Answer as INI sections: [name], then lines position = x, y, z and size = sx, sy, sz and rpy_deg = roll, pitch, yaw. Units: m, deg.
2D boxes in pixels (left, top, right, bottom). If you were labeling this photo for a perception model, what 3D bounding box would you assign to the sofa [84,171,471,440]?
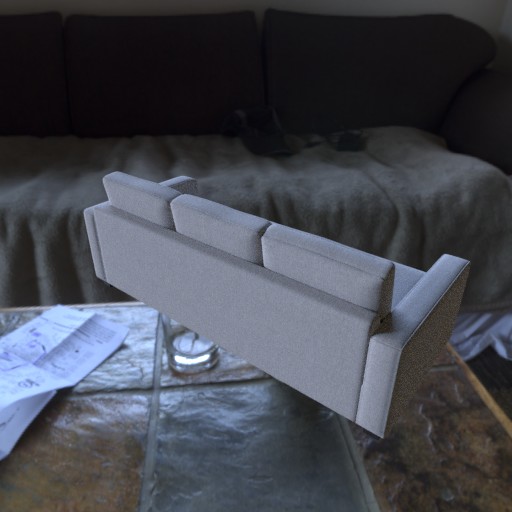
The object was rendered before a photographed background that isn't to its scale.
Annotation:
[sofa]
position = 0.000, 0.000, 2.596
size = 2.120, 0.800, 0.900
rpy_deg = 21, 36, 33
